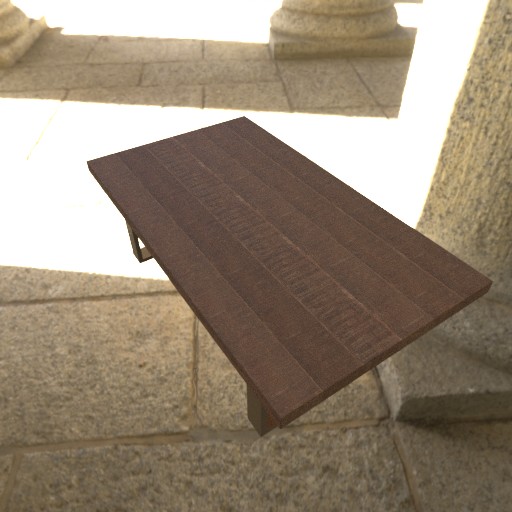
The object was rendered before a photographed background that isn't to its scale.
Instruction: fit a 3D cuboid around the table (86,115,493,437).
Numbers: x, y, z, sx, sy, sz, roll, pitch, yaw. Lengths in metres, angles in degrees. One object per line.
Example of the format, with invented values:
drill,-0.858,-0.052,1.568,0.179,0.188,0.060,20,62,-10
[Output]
table,0.000,0.000,1.760,0.800,0.440,1.400,-24,47,-24
